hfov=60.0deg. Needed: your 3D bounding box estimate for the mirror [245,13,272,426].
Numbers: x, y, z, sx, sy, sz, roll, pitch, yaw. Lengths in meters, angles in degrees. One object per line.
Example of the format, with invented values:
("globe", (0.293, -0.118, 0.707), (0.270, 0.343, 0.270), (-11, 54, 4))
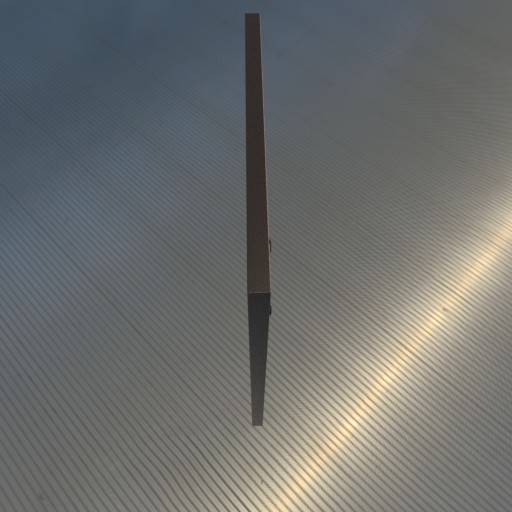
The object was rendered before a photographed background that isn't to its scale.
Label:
("mirror", (0.000, 0.000, 1.311), (0.041, 1.016, 0.762), (-1, 58, -1))
